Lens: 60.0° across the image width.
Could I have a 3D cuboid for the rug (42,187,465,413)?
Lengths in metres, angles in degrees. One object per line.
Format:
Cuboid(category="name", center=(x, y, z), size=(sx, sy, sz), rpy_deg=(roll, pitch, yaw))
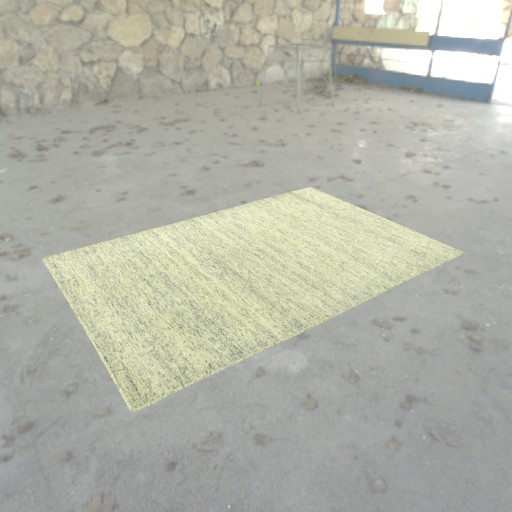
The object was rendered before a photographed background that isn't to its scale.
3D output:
Cuboid(category="rug", center=(0.000, 0.000, 2.323), size=(1.846, 0.014, 1.243), rpy_deg=(-19, 34, -30))
